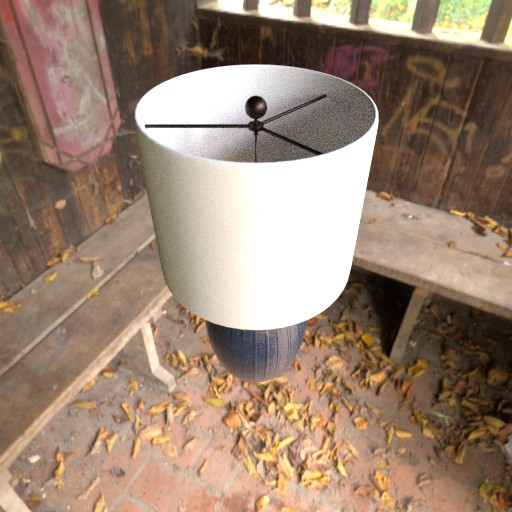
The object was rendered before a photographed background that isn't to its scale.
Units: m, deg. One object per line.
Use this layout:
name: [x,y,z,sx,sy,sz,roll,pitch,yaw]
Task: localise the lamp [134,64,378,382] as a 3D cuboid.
lamp: [0.000,0.000,0.784,0.329,0.570,0.329,0,41,0]
